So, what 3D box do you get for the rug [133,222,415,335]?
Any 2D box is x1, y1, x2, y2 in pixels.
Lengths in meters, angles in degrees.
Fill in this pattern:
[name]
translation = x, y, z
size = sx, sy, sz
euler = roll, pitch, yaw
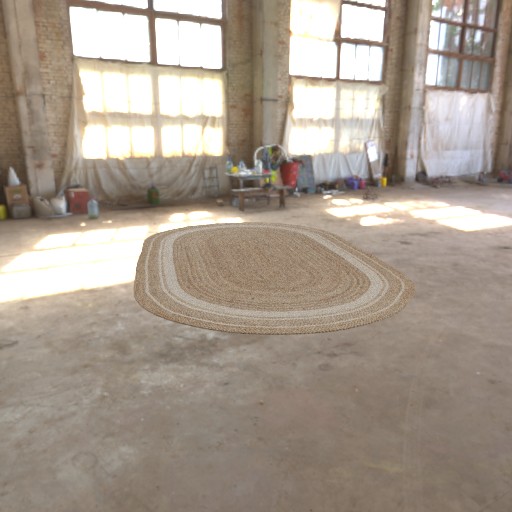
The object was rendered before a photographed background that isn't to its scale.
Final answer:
[rug]
translation = 0.000, 0.000, 2.917
size = 1.520, 0.006, 2.432
euler = -3, 15, -11
